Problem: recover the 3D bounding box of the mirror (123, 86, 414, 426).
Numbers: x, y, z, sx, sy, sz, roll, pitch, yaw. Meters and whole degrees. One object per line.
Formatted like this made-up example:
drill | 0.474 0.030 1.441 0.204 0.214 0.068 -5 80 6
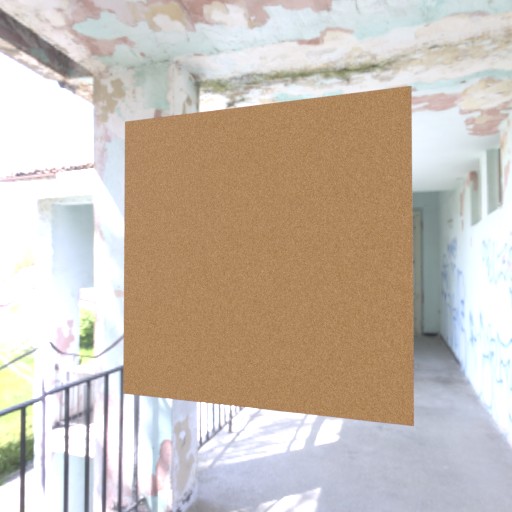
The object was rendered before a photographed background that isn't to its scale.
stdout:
mirror | 0.000 0.000 1.207 0.804 0.804 0.061 0 -1 19
